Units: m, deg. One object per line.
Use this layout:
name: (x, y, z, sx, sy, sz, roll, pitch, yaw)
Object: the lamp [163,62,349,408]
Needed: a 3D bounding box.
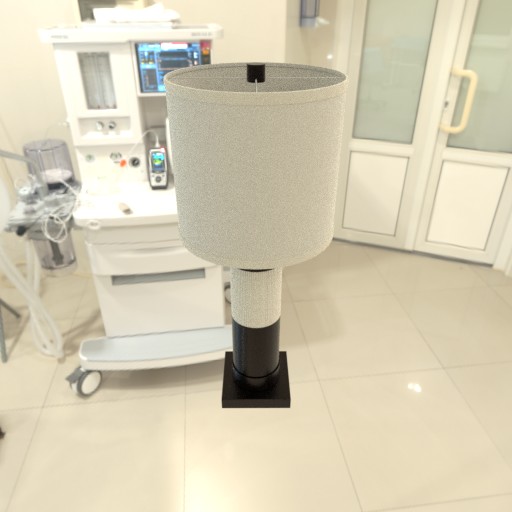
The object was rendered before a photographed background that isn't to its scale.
lamp: (0.000, 0.000, 0.634, 0.211, 0.509, 0.211, 0, 31, 0)
